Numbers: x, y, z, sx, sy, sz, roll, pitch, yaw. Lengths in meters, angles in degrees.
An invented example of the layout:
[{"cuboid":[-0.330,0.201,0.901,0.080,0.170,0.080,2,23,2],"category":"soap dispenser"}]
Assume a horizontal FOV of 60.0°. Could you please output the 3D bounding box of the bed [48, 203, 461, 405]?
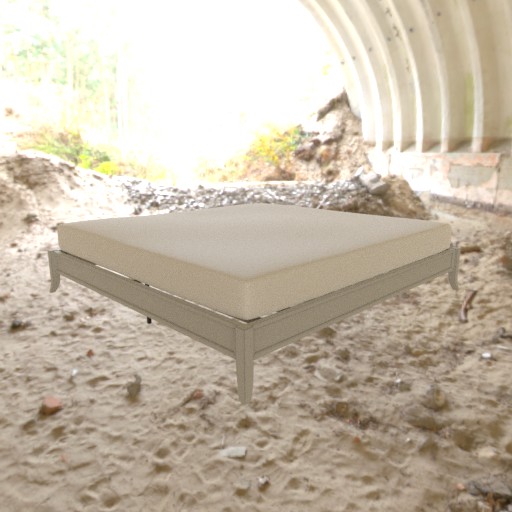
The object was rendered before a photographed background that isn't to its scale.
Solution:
[{"cuboid":[0.000,0.000,3.086,2.108,0.510,2.007,-13,18,-43],"category":"bed"}]
